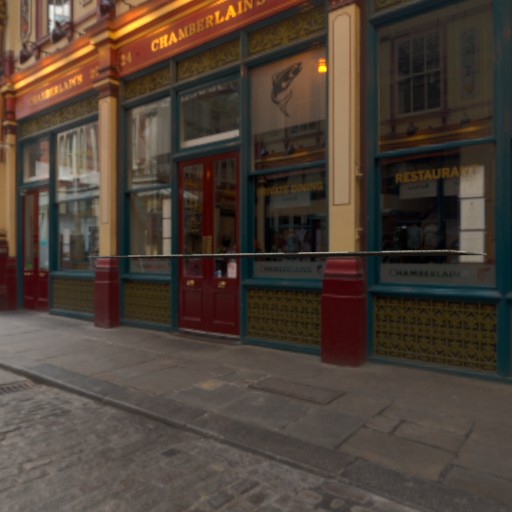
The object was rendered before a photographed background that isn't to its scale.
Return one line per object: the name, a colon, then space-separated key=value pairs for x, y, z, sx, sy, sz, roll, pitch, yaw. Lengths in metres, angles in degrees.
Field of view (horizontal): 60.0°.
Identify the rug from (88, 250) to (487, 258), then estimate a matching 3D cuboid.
rug: x=0.000 y=0.000 z=2.724 sx=2.437 sy=0.008 sz=0.774 roll=-1 pitch=-1 yaw=37
